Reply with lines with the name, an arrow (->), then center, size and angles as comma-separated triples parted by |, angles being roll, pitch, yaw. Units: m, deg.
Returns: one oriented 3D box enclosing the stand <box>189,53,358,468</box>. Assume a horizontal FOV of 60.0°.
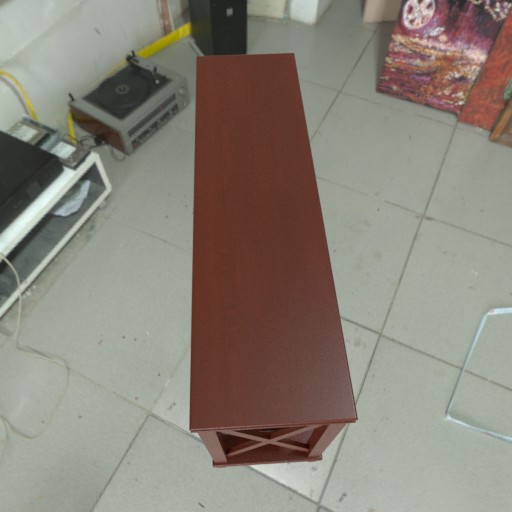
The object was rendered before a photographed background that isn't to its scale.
stand -> 0.000, 0.000, 1.678 | 0.381, 0.762, 1.372 | -3, 58, -2
